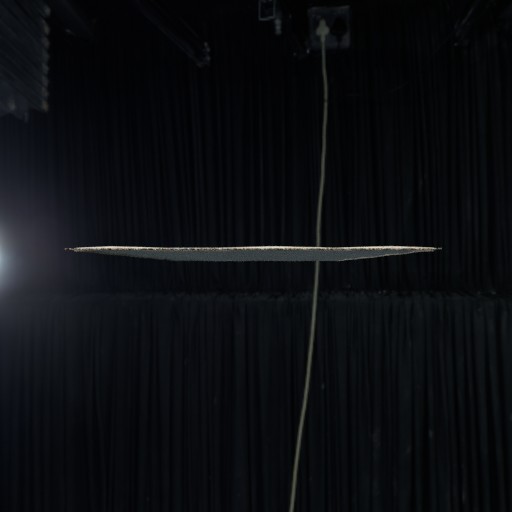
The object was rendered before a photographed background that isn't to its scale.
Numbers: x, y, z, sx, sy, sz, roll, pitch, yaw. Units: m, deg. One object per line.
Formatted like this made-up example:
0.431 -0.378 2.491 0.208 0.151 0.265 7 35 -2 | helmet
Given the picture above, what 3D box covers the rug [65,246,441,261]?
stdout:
0.000 0.000 2.986 1.529 0.027 2.434 0 -2 1 | rug
